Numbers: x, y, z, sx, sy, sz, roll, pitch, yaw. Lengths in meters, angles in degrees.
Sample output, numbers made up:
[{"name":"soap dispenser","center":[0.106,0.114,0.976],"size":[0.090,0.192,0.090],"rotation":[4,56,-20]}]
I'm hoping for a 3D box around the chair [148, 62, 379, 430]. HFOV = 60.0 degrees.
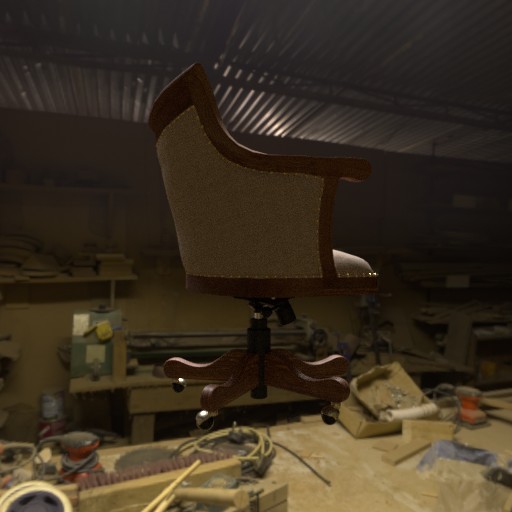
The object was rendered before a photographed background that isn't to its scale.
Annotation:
[{"name":"chair","center":[0.000,0.000,1.472],"size":[0.689,0.965,0.656],"rotation":[0,0,-19]}]
